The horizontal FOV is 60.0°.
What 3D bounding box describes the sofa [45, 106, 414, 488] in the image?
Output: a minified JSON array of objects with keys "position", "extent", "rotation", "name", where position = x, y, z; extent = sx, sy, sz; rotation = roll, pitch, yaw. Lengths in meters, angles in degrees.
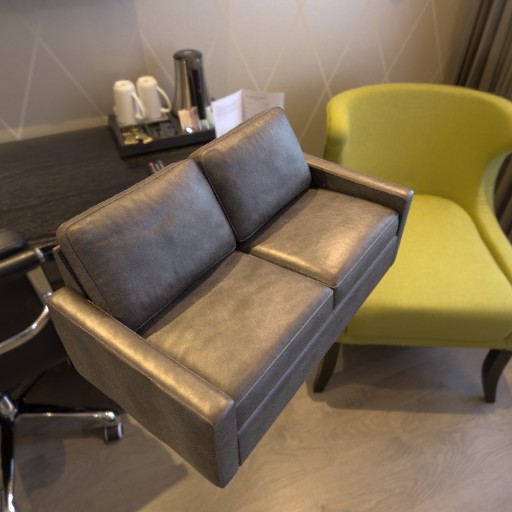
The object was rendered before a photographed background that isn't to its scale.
[{"position":[0.000,0.000,2.216],"extent":[0.939,0.916,1.732],"rotation":[26,48,26],"name":"sofa"}]
